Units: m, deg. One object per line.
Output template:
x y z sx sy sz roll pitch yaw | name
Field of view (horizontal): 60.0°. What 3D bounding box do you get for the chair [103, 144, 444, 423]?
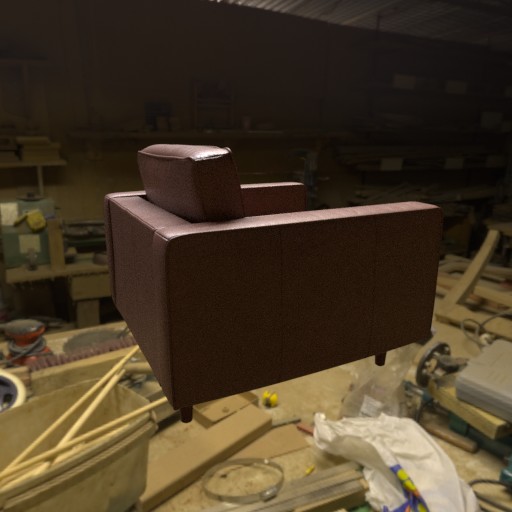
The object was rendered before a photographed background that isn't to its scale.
0.000 0.000 1.575 0.900 0.770 0.920 -7 17 -26 | chair
